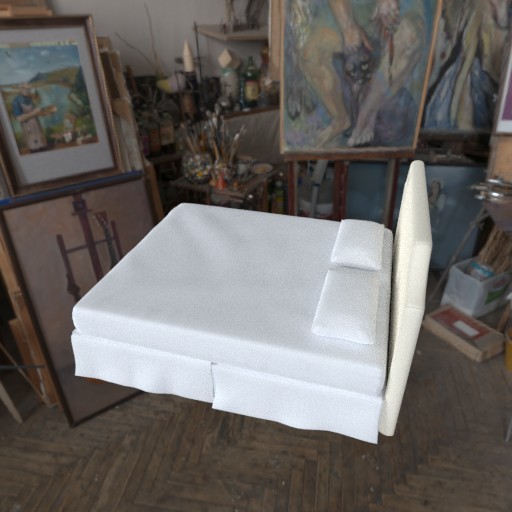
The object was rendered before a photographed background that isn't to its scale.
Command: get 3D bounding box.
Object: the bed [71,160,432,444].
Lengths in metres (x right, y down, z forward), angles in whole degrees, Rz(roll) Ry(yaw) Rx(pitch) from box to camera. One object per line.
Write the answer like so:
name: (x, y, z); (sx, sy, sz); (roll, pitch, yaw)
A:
bed: (0.000, 0.000, 4.174); (2.773, 1.590, 2.350); (9, 32, 14)
